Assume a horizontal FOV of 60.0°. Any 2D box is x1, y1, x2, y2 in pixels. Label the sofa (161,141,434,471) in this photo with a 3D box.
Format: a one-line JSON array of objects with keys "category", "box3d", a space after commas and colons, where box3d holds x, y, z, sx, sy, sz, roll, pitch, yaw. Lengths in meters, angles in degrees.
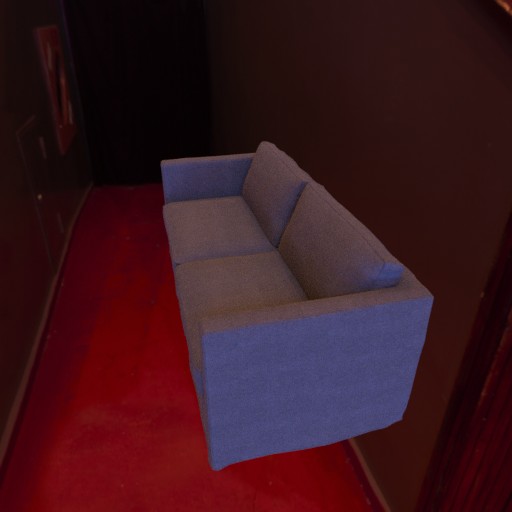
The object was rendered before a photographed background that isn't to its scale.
[{"category": "sofa", "box3d": [0.000, 0.000, 2.569, 0.953, 0.855, 1.982, -8, 31, -13]}]
